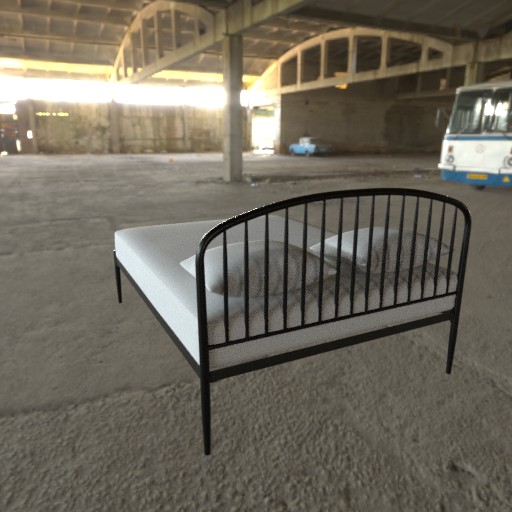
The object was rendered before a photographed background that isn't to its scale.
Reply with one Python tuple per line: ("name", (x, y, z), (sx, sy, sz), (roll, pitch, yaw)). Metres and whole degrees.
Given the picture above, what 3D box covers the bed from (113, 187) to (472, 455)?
("bed", (0.000, 0.000, 3.132), (1.618, 1.166, 2.159), (-8, 17, -26))
